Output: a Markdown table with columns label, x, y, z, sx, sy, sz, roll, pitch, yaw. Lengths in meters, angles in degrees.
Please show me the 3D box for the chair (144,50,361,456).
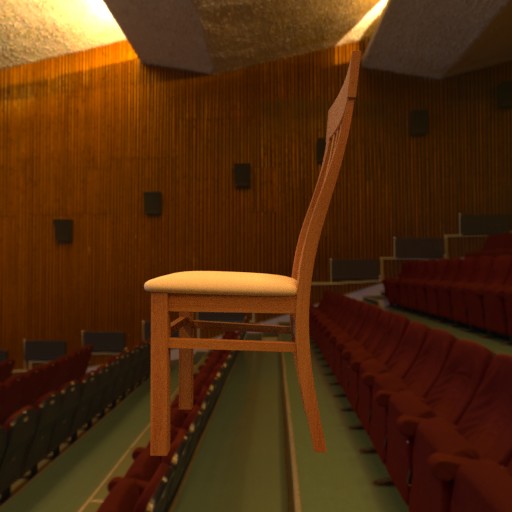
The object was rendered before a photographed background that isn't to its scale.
| label | x | y | z | sx | sy | sz | roll | pitch | yaw |
| --- | --- | --- | --- | --- | --- | --- | --- | --- | --- |
| chair | 0.000 | 0.000 | 1.363 | 0.580 | 1.050 | 0.450 | 0 | -1 | 2 |
